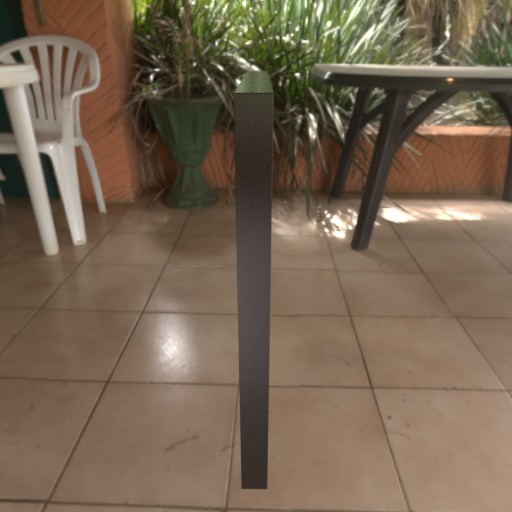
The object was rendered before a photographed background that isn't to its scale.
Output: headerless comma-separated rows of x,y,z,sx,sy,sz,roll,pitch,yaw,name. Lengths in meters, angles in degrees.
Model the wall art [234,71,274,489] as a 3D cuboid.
0.000,0.000,0.740,0.038,0.551,0.448,0,25,1,wall art
